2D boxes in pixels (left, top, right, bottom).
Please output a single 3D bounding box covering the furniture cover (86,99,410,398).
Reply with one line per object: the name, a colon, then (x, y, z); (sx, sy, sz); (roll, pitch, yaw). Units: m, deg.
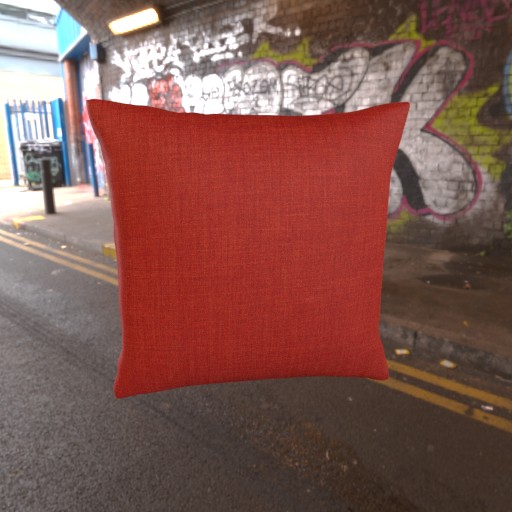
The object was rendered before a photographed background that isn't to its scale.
furniture cover: (0.000, 0.000, 0.760); (0.517, 0.508, 0.158); (-2, 14, -8)
